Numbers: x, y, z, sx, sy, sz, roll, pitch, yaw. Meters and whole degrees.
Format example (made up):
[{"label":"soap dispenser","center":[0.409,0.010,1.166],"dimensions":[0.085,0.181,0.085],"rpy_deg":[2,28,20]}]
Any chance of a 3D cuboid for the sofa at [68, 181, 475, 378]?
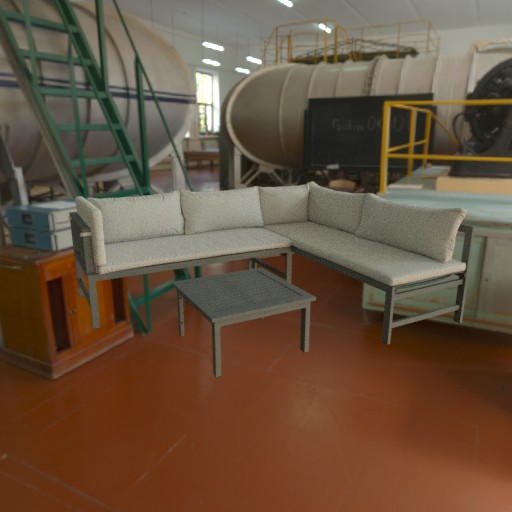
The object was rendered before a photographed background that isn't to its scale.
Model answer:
[{"label":"sofa","center":[0.000,0.000,2.944],"dimensions":[2.096,0.758,1.658],"rpy_deg":[-8,18,-27]}]
